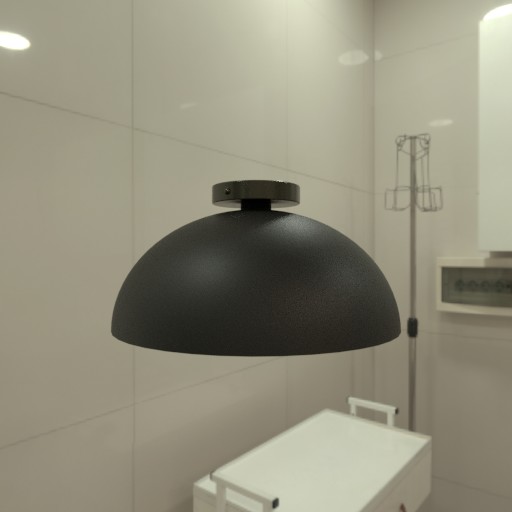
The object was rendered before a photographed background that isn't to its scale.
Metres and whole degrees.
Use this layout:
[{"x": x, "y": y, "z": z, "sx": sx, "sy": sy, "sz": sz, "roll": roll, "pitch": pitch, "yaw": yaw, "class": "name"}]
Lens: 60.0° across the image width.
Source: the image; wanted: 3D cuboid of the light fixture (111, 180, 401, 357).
[{"x": 0.000, "y": 0.000, "z": 0.570, "sx": 0.355, "sy": 0.177, "sz": 0.355, "roll": 0, "pitch": 0, "yaw": 0, "class": "light fixture"}]
